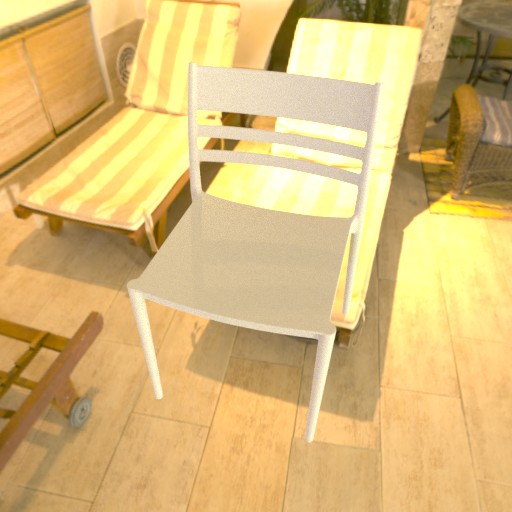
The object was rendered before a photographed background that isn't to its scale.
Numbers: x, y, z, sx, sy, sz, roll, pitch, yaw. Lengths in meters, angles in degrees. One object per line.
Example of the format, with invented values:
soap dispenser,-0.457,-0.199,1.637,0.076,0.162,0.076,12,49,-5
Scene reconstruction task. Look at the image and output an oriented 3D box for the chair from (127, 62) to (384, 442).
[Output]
chair,0.000,0.000,1.155,0.531,0.800,0.511,11,43,12
